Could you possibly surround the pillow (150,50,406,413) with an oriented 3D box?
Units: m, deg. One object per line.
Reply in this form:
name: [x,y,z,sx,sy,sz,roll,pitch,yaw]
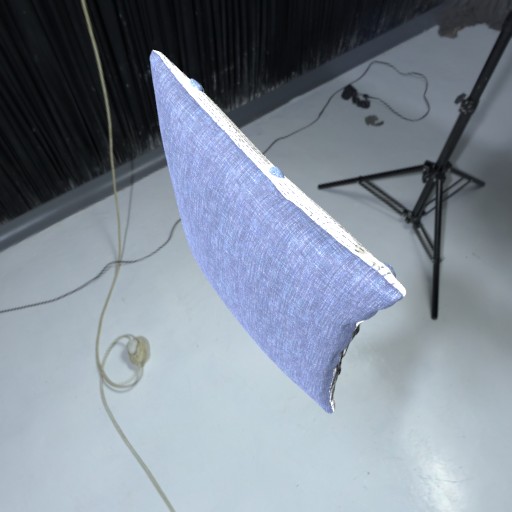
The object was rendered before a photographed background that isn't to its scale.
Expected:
pillow: [0.000,0.000,0.763,0.145,0.510,0.510,-32,64,-18]
